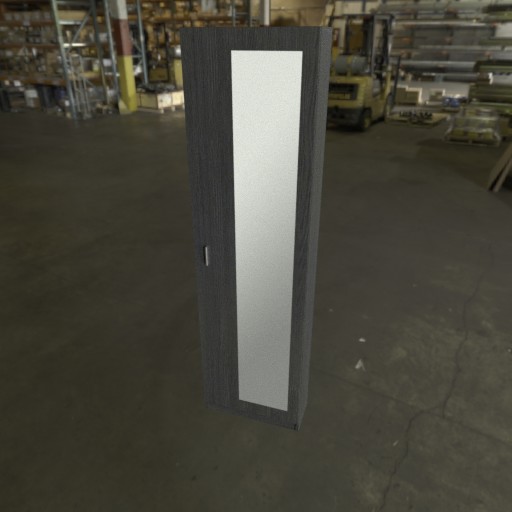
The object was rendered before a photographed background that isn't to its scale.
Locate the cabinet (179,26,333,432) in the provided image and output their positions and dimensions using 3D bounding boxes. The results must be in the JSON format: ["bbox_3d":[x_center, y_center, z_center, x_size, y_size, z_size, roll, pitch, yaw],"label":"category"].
[{"bbox_3d":[0.000,0.000,1.951,0.500,1.790,0.230,8,28,16],"label":"cabinet"}]
